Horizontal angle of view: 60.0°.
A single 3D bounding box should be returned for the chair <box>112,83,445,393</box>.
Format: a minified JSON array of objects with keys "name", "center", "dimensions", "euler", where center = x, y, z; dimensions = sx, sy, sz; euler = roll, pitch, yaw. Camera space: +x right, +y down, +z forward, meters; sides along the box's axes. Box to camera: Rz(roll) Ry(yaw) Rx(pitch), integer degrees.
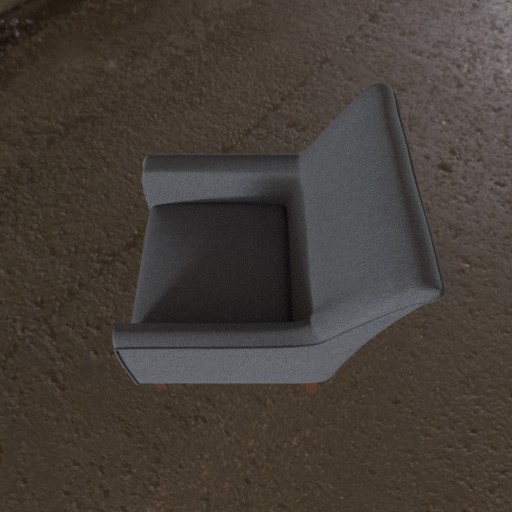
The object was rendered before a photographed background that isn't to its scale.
[{"name":"chair","center":[0.000,0.000,1.599],"dimensions":[0.899,0.919,0.780],"euler":[0,58,0]}]
